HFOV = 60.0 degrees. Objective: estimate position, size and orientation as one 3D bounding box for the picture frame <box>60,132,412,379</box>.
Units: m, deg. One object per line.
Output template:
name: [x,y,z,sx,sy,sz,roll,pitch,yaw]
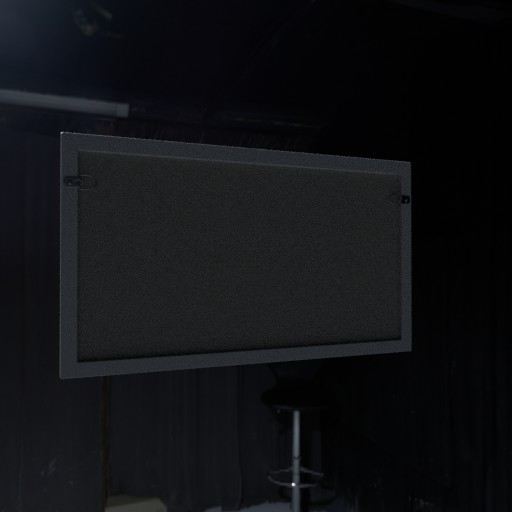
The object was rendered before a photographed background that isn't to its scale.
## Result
picture frame: [0.000,0.000,0.803,0.647,0.379,0.044,0,-1,-19]
